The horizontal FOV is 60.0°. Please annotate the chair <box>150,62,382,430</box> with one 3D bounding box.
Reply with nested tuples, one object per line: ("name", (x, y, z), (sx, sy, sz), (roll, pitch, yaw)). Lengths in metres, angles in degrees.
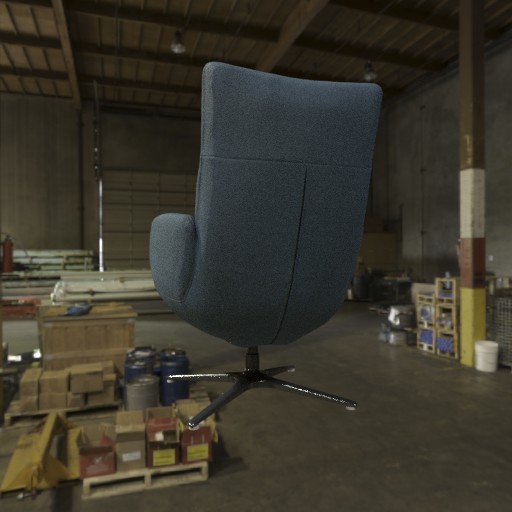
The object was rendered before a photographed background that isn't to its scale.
("chair", (0.000, 0.000, 1.591), (0.711, 1.016, 0.889), (0, 0, -18))
